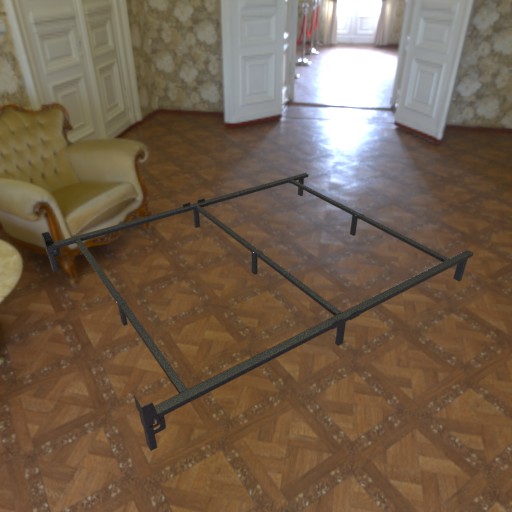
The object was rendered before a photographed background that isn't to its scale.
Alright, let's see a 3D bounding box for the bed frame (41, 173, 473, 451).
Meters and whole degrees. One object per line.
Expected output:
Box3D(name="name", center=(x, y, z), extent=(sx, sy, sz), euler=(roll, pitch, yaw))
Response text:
Box3D(name="bed frame", center=(0.000, 0.000, 2.589), extent=(1.990, 0.248, 1.498), euler=(-20, 37, -29))
